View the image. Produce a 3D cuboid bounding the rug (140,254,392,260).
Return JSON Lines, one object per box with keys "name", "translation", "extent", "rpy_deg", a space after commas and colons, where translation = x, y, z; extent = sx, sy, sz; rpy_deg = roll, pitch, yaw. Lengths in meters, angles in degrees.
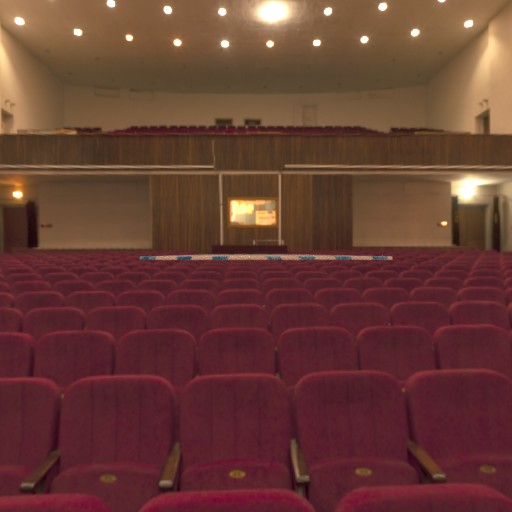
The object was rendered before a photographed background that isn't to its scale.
{"name": "rug", "translation": [0.000, 0.000, 1.622], "extent": [0.503, 0.007, 1.492], "rpy_deg": [0, 0, -2]}
